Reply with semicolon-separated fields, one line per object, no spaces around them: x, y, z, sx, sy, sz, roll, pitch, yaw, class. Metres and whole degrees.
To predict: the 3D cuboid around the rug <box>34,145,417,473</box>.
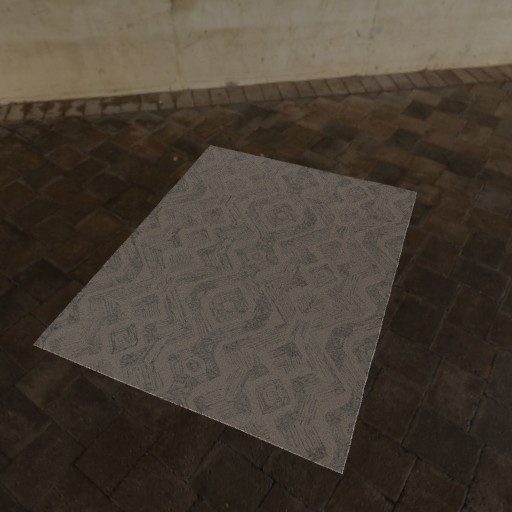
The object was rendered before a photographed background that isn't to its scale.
0.000;0.000;4.041;2.430;0.030;3.054;17;48;15;rug
